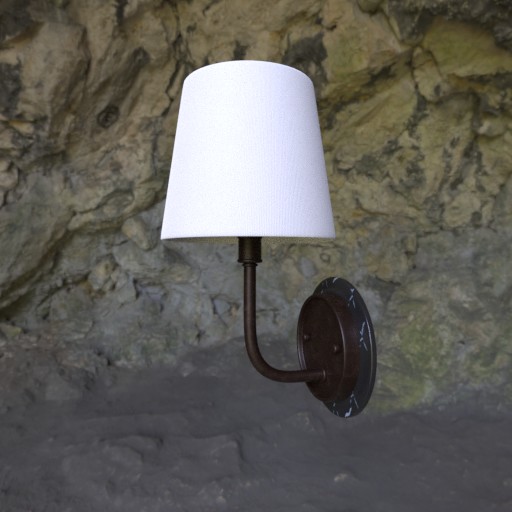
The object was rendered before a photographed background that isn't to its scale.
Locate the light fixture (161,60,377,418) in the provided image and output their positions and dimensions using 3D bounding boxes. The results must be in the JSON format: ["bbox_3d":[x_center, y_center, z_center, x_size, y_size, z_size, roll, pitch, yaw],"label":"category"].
[{"bbox_3d":[0.000,0.000,0.446,0.188,0.337,0.168,0,-1,-19],"label":"light fixture"}]
